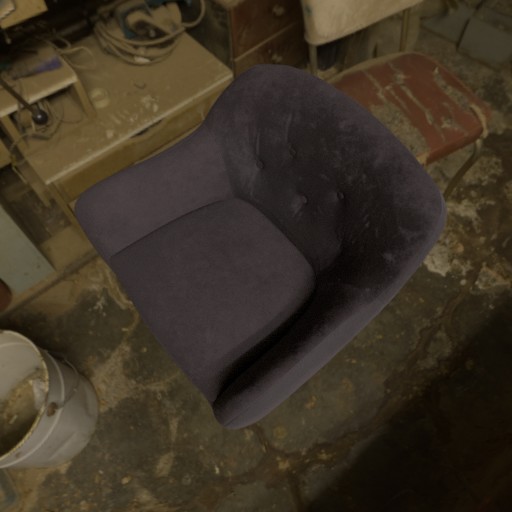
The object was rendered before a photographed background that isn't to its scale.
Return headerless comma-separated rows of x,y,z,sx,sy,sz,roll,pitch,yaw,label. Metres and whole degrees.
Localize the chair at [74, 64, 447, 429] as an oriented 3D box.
0.000,0.000,1.460,0.819,0.807,0.840,-35,68,-17,chair
